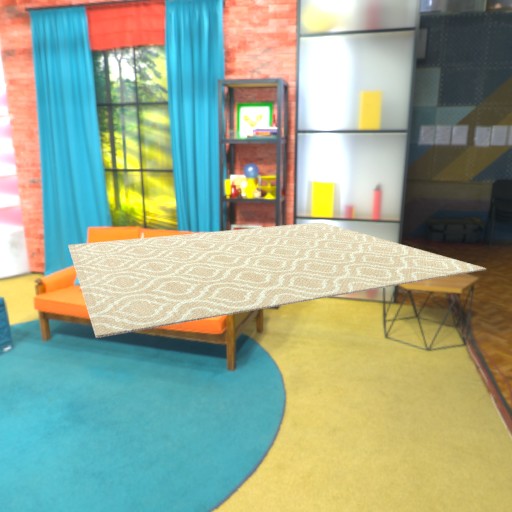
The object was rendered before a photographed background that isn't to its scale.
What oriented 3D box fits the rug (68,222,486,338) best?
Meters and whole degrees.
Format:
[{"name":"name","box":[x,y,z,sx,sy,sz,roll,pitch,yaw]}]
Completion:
[{"name":"rug","box":[0.000,0.000,3.851,2.894,0.013,2.286,-7,16,-25]}]
